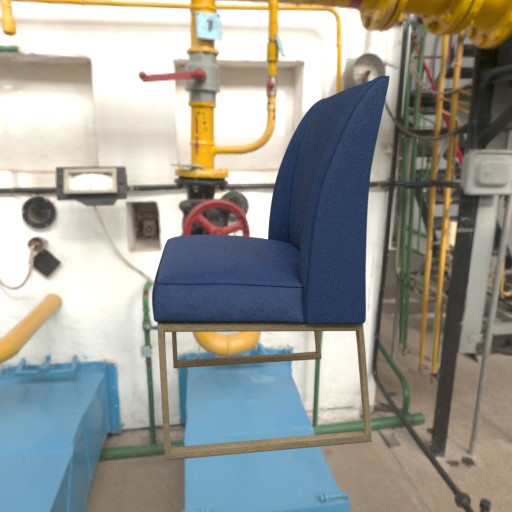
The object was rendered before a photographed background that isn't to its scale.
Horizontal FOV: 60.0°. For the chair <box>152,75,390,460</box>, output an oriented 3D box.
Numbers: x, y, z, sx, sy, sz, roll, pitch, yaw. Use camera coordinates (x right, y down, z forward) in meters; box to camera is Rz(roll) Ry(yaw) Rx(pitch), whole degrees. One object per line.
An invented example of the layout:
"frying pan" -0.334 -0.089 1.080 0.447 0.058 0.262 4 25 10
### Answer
"chair" 0.000 0.000 1.203 0.522 0.863 0.508 -2 14 -8
